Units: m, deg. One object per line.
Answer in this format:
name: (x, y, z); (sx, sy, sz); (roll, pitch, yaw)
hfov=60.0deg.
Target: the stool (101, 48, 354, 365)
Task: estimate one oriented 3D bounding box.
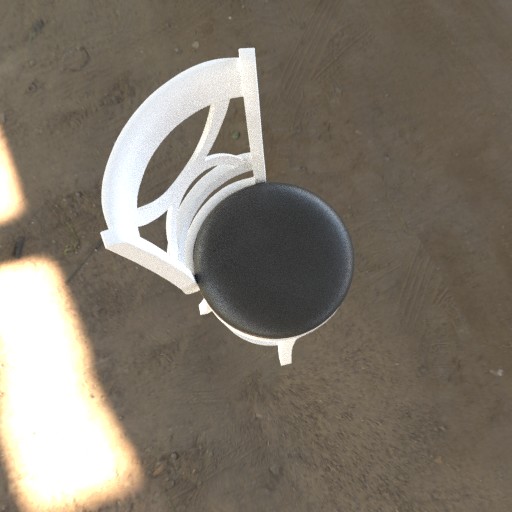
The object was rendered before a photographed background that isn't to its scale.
stool: (0.000, 0.000, 1.193); (0.508, 0.953, 0.444); (31, 77, 8)
